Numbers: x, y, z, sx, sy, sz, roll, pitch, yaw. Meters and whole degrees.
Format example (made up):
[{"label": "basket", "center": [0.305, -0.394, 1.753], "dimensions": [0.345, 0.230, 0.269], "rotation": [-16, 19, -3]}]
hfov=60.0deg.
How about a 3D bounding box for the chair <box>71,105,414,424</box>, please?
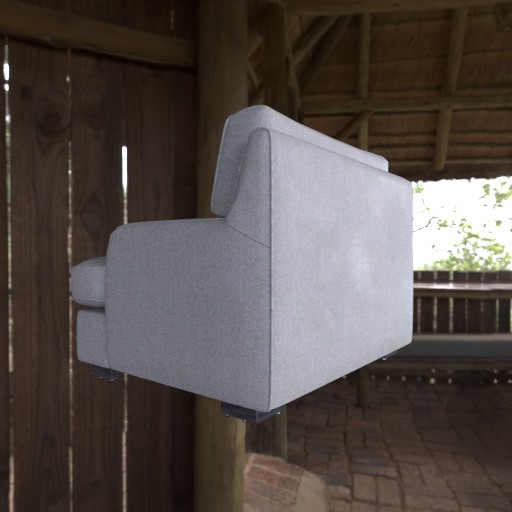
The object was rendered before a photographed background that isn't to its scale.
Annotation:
[{"label": "chair", "center": [0.000, 0.000, 1.996], "dimensions": [1.043, 0.974, 1.270], "rotation": [0, 1, 38]}]
